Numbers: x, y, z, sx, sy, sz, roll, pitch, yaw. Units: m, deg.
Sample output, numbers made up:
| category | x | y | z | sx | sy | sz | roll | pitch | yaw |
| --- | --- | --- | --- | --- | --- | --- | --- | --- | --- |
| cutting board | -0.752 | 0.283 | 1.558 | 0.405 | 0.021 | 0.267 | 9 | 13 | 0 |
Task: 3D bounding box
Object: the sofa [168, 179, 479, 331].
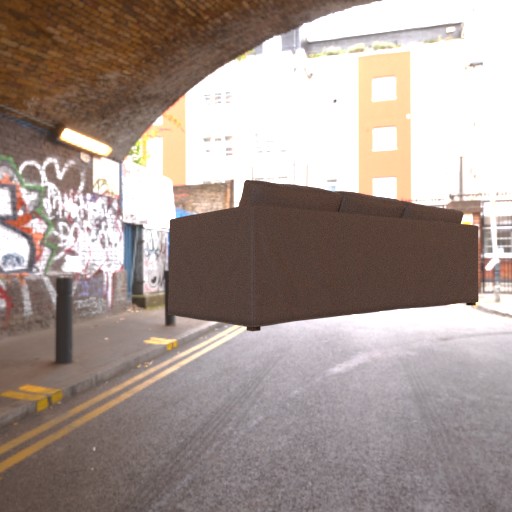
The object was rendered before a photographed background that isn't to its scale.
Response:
| category | x | y | z | sx | sy | sz | roll | pitch | yaw |
| --- | --- | --- | --- | --- | --- | --- | --- | --- | --- |
| sofa | 0.000 | 0.000 | 4.340 | 2.432 | 0.871 | 3.182 | 0 | -1 | -37 |
